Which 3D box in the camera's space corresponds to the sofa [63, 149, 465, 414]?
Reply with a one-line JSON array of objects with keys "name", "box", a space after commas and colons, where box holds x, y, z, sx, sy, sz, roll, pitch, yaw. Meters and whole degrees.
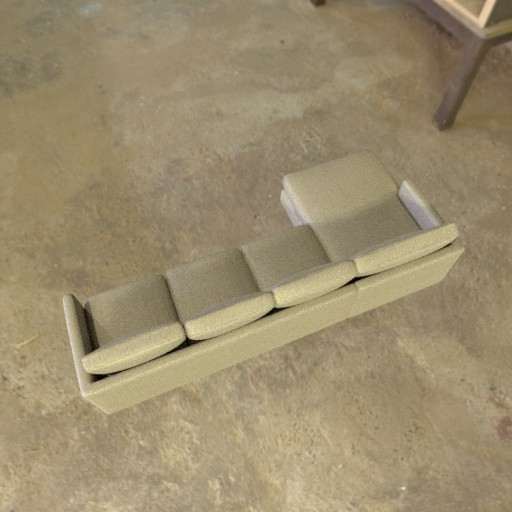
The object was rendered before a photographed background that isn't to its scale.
[{"name": "sofa", "box": [0.000, 0.000, 3.899, 3.201, 0.876, 1.502, -19, 61, -11]}]
